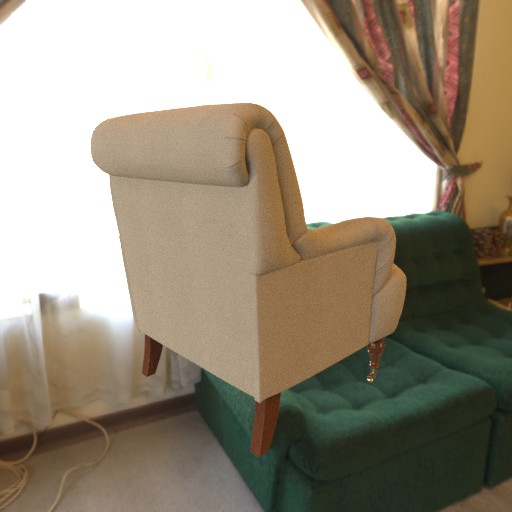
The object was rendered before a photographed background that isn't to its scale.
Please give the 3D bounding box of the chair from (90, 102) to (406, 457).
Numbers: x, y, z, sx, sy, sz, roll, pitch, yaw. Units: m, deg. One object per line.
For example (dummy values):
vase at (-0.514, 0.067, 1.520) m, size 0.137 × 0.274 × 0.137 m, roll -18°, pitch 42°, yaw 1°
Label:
chair at (0.000, 0.000, 1.546) m, size 0.842 × 0.942 × 0.766 m, roll -12°, pitch 18°, yaw -42°
